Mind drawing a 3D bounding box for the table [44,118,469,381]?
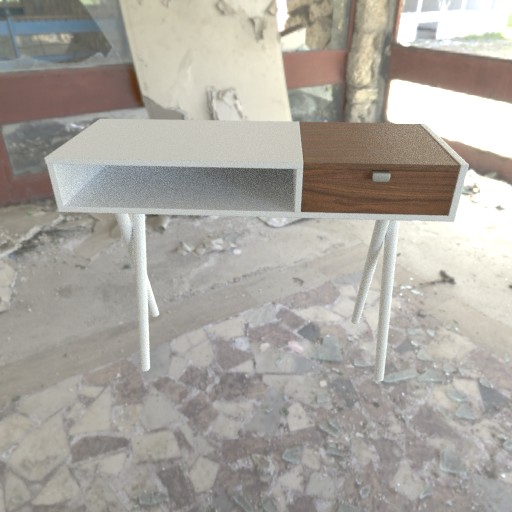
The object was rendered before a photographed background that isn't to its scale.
[{"bbox_3d":[0.000,0.000,1.476,1.066,0.785,0.418,2,31,3],"label":"table"}]
